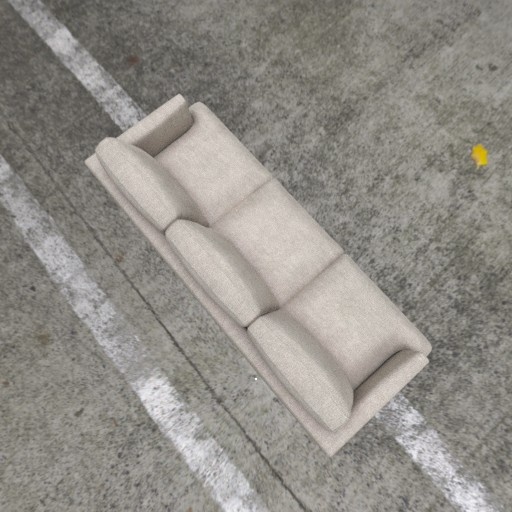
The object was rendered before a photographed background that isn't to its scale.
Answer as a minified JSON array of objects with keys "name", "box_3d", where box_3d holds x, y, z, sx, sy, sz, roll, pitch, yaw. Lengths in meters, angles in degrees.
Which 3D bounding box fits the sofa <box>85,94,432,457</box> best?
[{"name":"sofa","box_3d":[0.000,0.000,2.768,0.903,0.930,2.246,-40,78,-10]}]
